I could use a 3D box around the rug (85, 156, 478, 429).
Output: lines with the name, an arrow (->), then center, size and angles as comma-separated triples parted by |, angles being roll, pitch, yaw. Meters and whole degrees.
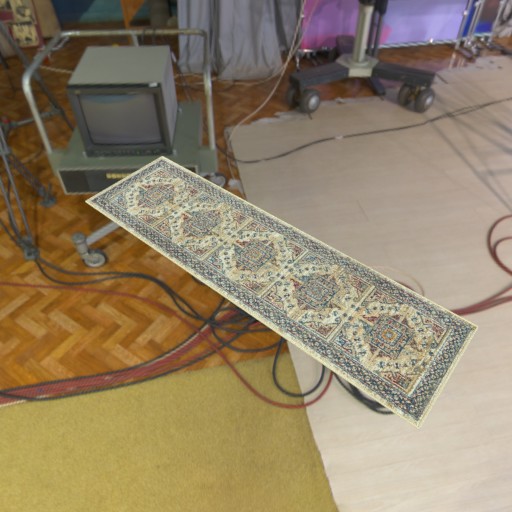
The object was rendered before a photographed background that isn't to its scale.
rug -> 0.000, 0.000, 2.510 | 2.297, 0.013, 0.661 | 31, 54, 26
